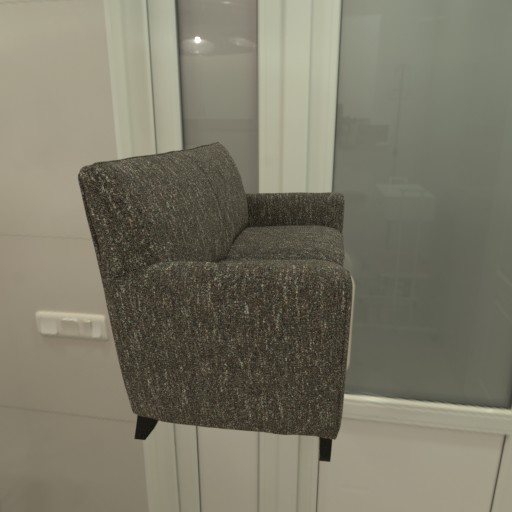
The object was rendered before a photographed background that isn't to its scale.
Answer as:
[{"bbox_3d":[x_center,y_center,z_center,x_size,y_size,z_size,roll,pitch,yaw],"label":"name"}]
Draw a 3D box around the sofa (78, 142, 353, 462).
[{"bbox_3d":[0.000,0.000,2.009,0.801,0.946,1.519,3,17,9],"label":"sofa"}]
